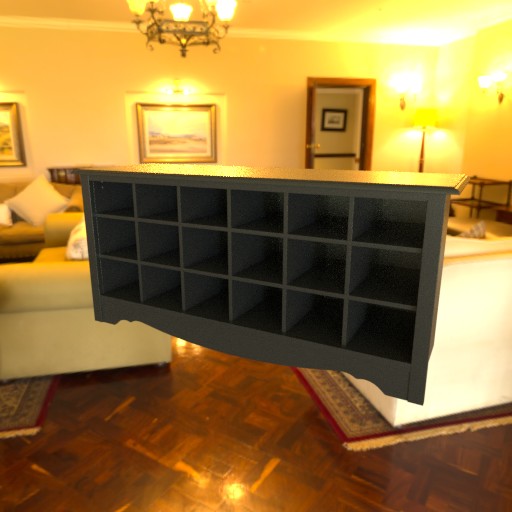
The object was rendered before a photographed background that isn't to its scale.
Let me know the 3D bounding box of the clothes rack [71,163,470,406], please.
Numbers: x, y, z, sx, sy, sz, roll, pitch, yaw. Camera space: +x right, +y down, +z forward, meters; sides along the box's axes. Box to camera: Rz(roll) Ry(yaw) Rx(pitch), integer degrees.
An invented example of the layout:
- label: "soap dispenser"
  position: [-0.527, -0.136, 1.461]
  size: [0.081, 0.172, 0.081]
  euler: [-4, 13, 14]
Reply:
- label: "clothes rack"
  position: [0.000, 0.000, 1.481]
  size: [1.219, 0.556, 0.406]
  euler: [8, 17, 27]
